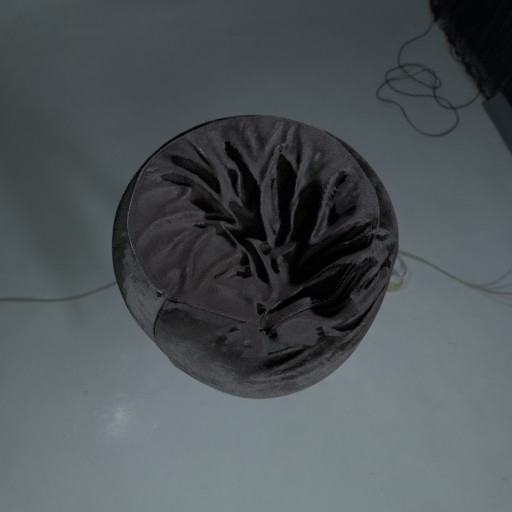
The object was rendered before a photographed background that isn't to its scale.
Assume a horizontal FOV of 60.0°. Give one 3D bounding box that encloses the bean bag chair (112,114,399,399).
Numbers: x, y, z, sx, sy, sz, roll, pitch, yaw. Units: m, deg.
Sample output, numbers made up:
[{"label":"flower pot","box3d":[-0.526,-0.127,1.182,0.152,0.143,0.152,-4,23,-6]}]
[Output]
[{"label":"bean bag chair","box3d":[0.000,0.000,1.555,0.918,0.605,0.918,0,63,0]}]
